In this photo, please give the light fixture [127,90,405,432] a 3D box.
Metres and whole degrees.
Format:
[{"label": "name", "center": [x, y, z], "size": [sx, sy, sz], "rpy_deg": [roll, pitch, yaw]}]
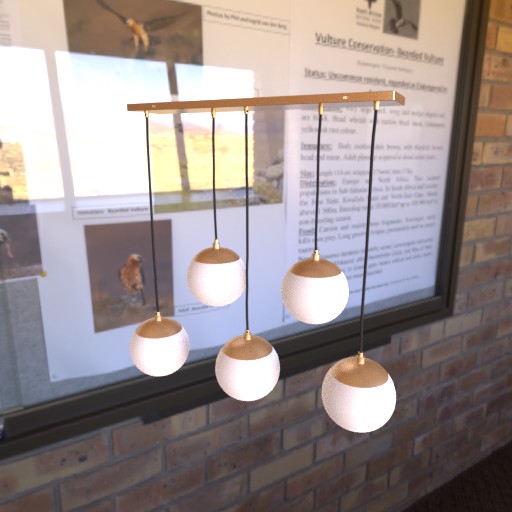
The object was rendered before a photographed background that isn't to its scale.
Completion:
[{"label": "light fixture", "center": [0.000, 0.000, 1.309], "size": [0.863, 0.869, 0.299], "rpy_deg": [7, 16, 25]}]
